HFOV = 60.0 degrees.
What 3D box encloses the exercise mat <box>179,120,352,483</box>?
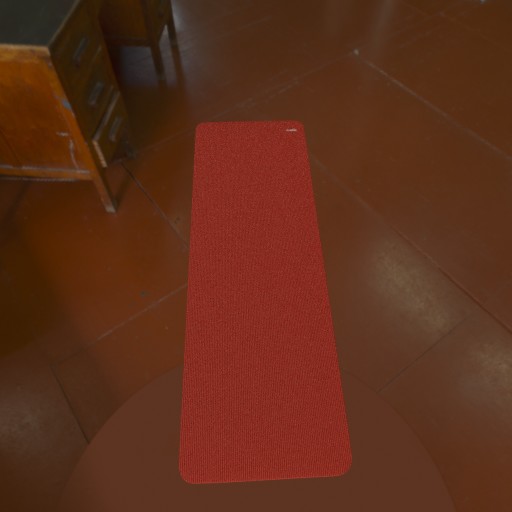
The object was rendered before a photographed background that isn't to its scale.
[{"bbox_3d":[0.000,0.000,2.054,0.616,0.021,1.869,-2,57,-1],"label":"exercise mat"}]
